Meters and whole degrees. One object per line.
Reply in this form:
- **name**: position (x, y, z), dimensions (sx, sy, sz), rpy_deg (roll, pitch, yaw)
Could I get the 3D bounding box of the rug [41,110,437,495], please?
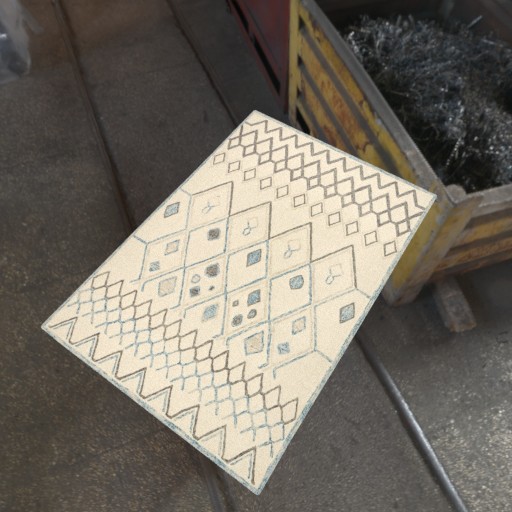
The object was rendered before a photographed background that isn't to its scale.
- **rug**: position (0.000, 0.000, 2.320), dimensions (1.260, 0.009, 1.820), rpy_deg (30, 64, 17)
